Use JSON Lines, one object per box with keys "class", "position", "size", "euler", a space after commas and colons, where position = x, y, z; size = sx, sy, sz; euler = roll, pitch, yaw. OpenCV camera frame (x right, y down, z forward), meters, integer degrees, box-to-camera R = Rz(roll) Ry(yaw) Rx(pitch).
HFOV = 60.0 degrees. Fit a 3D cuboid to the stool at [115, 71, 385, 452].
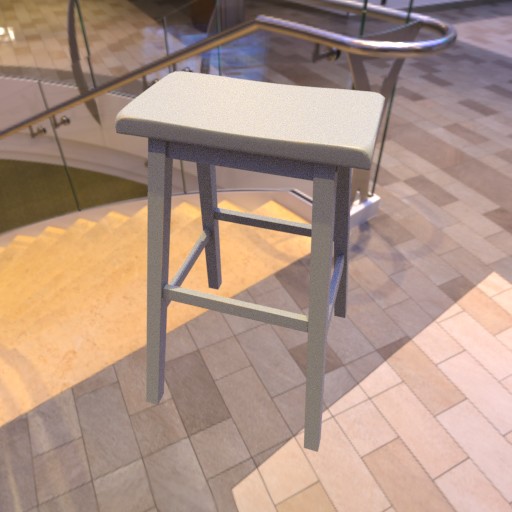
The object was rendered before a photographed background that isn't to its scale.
{"class": "stool", "position": [0.000, 0.000, 1.046], "size": [0.457, 0.737, 0.476], "euler": [11, 42, 13]}
